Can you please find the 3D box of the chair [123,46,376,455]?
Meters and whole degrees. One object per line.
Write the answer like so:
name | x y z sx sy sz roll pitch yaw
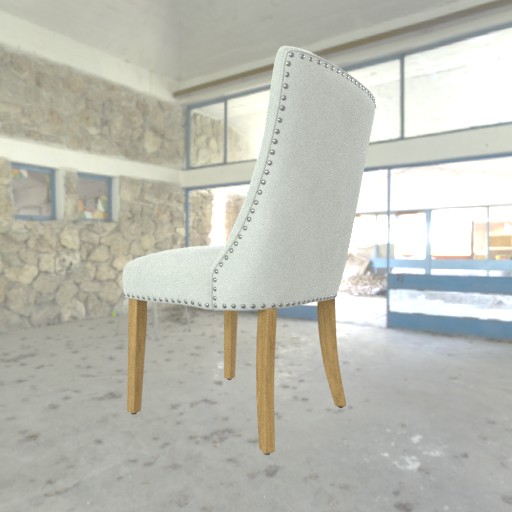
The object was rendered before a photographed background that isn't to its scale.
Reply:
chair | 0.000 0.000 1.266 0.610 0.902 0.495 0 1 37
